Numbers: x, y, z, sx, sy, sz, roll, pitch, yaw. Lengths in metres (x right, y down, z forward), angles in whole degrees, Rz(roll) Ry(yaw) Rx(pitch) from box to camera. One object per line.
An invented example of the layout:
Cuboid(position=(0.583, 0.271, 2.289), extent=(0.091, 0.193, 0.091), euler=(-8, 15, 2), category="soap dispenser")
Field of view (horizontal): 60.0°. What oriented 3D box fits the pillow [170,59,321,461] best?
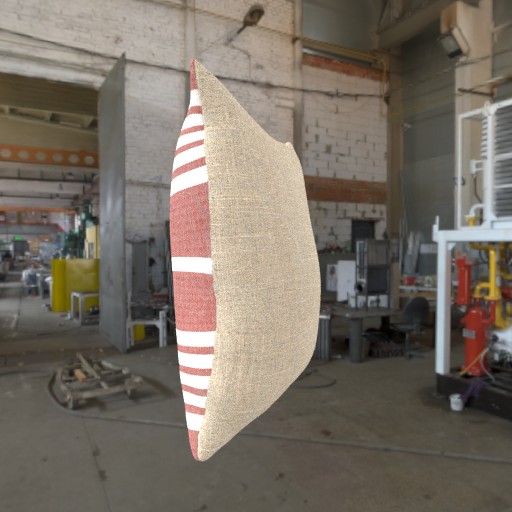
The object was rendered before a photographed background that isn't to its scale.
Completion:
Cuboid(position=(0.000, 0.000, 0.663), extent=(0.182, 0.427, 0.439), euler=(0, 1, 18), category="pillow")
